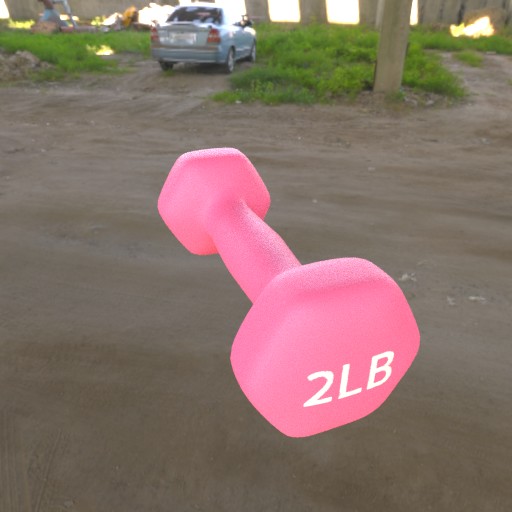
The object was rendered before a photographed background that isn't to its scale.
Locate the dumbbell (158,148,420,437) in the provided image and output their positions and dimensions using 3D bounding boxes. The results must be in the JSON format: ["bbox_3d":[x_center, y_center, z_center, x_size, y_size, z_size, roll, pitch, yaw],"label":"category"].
[{"bbox_3d":[0.000,0.000,0.179,0.058,0.053,0.146,-10,31,-18],"label":"dumbbell"}]
